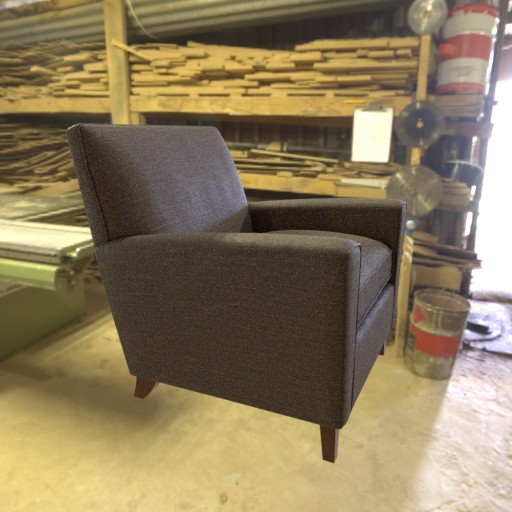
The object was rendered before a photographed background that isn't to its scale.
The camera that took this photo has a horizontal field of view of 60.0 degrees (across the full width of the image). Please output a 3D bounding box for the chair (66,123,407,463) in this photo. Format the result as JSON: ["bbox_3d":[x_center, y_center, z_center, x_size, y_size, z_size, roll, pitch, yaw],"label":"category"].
[{"bbox_3d":[0.000,0.000,1.554,0.875,0.885,0.838,8,17,26],"label":"chair"}]
